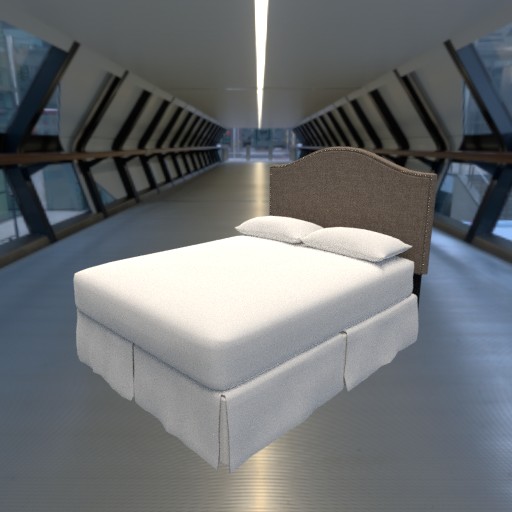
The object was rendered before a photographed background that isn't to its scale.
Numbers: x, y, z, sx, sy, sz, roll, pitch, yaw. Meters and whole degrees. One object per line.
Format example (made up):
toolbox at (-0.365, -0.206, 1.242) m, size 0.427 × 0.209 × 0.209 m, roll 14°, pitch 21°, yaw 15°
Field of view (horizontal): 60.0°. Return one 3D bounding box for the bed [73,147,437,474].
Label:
bed at (0.000, 0.000, 3.229) m, size 1.713 × 1.518 × 2.153 m, roll 14°, pitch 21°, yaw 43°
